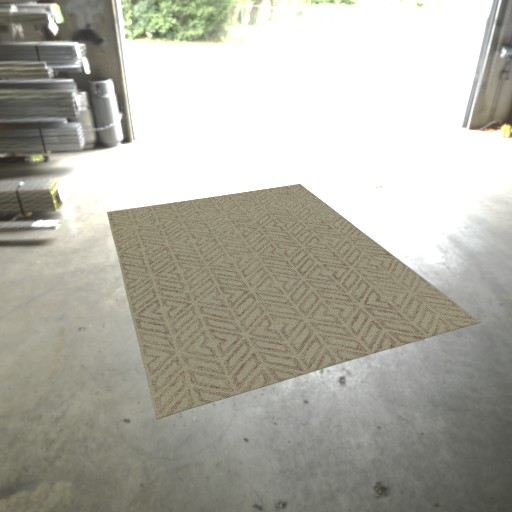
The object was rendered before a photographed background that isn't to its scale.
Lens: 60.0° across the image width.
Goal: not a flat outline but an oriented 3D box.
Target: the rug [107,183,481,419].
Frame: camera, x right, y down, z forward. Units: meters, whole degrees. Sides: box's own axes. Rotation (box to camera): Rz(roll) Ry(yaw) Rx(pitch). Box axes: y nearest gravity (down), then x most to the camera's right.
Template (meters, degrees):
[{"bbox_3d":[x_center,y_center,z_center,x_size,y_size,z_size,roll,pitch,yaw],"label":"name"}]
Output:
[{"bbox_3d":[0.000,0.000,4.150,2.421,0.008,3.045,-11,32,-18],"label":"rug"}]
